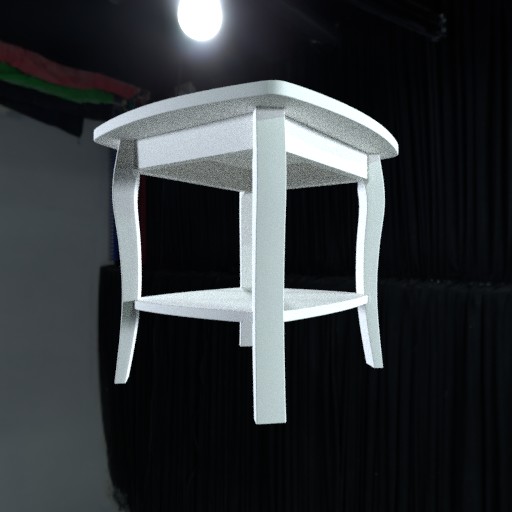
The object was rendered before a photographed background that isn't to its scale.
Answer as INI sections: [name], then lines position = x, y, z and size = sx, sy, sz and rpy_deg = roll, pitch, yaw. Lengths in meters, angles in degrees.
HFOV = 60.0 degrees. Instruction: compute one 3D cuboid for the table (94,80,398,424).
[table]
position = 0.000, 0.000, 0.833
size = 0.451, 0.438, 0.502
rpy_deg = 0, 0, 37
